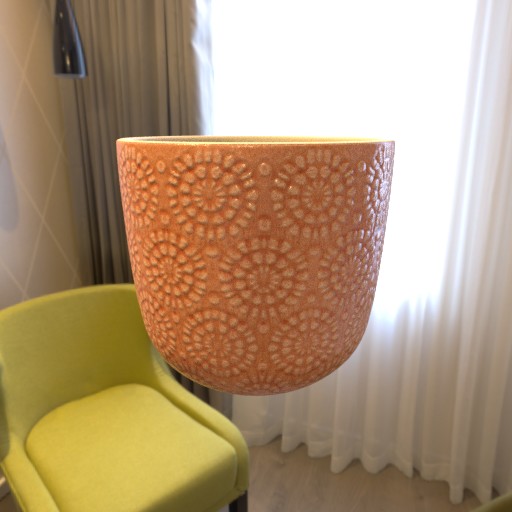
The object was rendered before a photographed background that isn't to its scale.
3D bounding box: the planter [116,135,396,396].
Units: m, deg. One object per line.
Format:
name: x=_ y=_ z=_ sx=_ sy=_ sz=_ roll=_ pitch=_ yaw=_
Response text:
planter: x=0.000 y=0.000 z=0.369 sx=0.208 sy=0.190 sz=0.208 roll=0 pitch=16 yaw=0
